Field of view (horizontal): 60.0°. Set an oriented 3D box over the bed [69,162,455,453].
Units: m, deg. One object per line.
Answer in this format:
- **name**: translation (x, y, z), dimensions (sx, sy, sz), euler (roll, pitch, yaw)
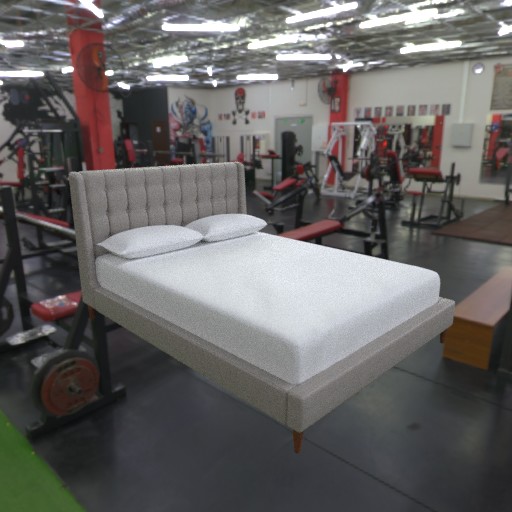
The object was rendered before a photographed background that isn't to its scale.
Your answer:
- **bed**: translation (0.000, 0.000, 3.164), dimensions (1.656, 1.147, 2.232), euler (-15, 21, -43)
